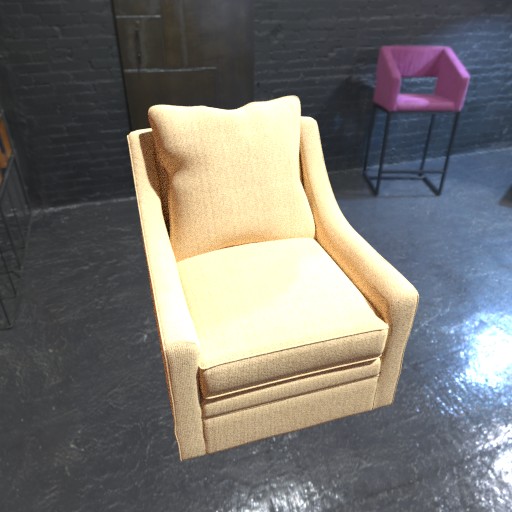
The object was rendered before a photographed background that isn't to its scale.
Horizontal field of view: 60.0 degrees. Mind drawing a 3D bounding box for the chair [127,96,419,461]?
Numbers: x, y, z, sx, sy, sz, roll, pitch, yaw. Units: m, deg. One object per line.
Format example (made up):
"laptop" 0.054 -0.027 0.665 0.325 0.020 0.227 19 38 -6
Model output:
"chair" 0.000 0.000 1.583 0.760 0.927 0.876 -9 33 -14
